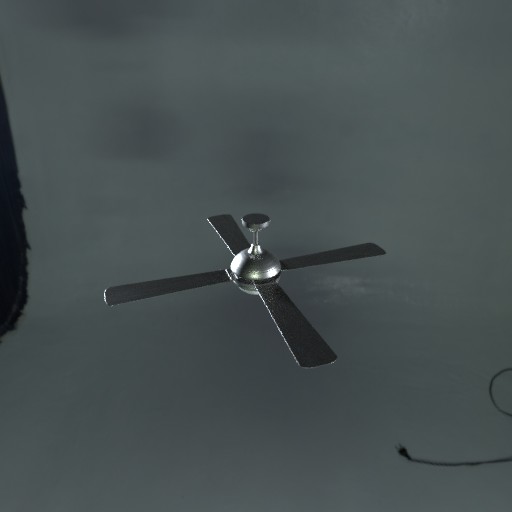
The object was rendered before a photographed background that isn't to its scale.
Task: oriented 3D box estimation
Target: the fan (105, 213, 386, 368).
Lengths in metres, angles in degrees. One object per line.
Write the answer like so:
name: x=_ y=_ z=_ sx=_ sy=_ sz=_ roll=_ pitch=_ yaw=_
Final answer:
fan: x=0.000 y=0.000 z=2.077 sx=1.321 sy=0.381 sz=1.321 roll=1 pitch=29 yaw=1
